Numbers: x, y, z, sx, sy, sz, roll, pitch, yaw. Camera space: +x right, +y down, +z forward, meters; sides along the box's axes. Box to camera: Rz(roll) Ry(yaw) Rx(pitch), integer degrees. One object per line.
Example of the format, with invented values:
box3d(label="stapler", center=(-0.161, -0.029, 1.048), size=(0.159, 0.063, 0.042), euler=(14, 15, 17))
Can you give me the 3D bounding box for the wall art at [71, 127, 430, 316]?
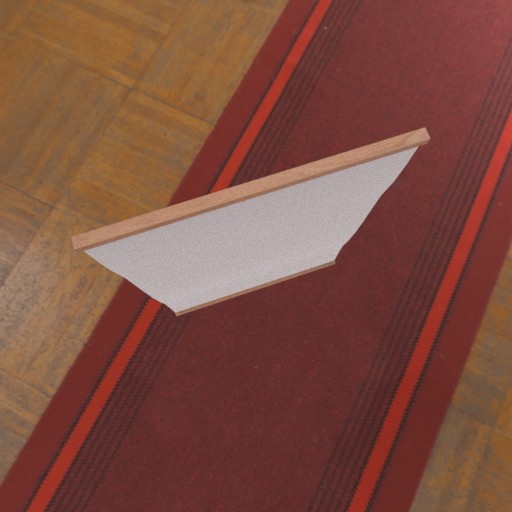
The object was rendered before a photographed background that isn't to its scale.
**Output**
box3d(label="wall art", center=(0.000, 0.000, 0.640), size=(0.332, 0.508, 0.012), euler=(-18, 77, -4))
